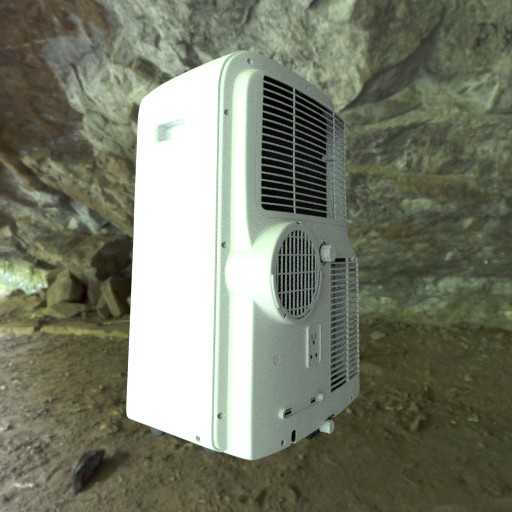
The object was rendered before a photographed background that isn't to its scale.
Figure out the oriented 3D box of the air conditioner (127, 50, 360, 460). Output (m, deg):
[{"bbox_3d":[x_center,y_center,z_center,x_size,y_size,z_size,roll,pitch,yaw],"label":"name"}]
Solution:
[{"bbox_3d":[0.000,0.000,0.940,0.365,0.700,0.454,0,0,35],"label":"air conditioner"}]
